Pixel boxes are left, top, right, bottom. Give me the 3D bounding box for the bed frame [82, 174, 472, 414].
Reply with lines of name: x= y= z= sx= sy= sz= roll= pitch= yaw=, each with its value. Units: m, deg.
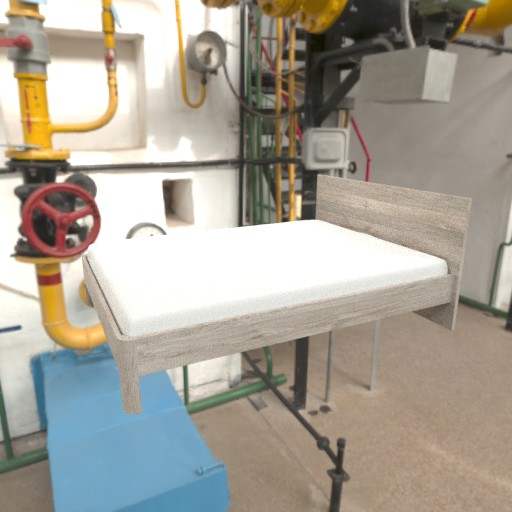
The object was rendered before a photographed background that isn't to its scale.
bed frame: x=0.000 y=0.000 z=2.805 sx=1.950 sy=0.800 sz=1.490 roll=-8 pitch=18 yaw=-25
